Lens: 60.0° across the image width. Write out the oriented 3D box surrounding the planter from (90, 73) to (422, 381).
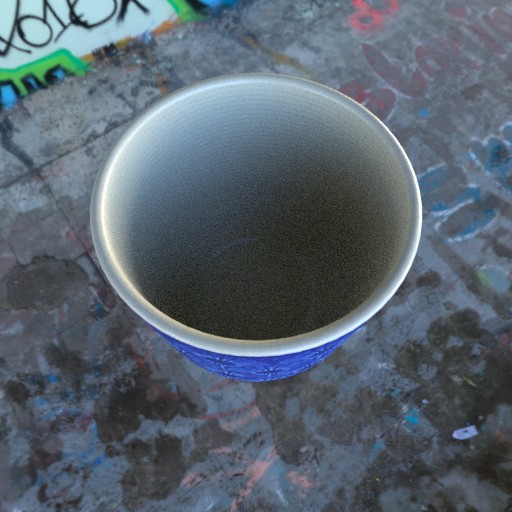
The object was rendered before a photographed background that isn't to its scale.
[{"bbox_3d":[0.000,0.000,0.362,0.206,0.190,0.206,0,65,0],"label":"planter"}]
